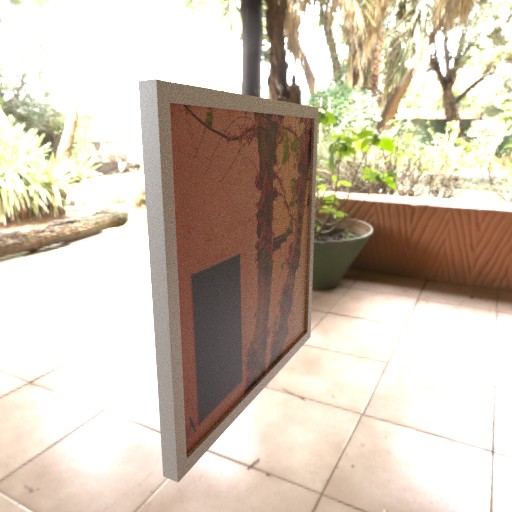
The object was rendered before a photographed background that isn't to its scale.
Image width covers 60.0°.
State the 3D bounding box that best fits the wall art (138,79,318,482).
[{"bbox_3d":[0.000,0.000,1.132,0.038,0.762,0.762,8,17,26],"label":"wall art"}]
